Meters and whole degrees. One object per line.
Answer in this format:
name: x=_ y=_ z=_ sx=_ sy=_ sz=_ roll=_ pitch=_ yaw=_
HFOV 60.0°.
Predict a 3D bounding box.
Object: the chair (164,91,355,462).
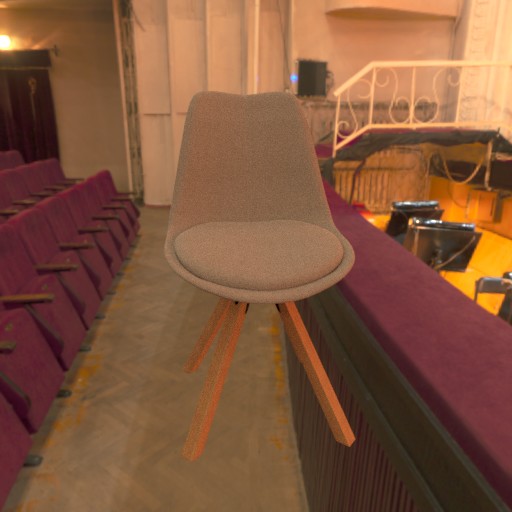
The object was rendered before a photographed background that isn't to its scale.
chair: x=0.000 y=0.000 z=1.192 sx=0.474 sy=0.863 sz=0.549 roll=-2 pitch=17 yaw=-7
